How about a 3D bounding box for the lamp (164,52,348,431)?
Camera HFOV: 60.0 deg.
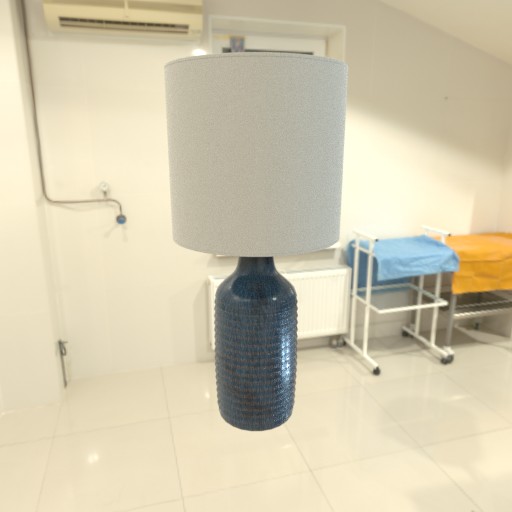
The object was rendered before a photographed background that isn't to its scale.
[{"bbox_3d":[0.000,0.000,0.604,0.220,0.475,0.220,-2,15,-9],"label":"lamp"}]
